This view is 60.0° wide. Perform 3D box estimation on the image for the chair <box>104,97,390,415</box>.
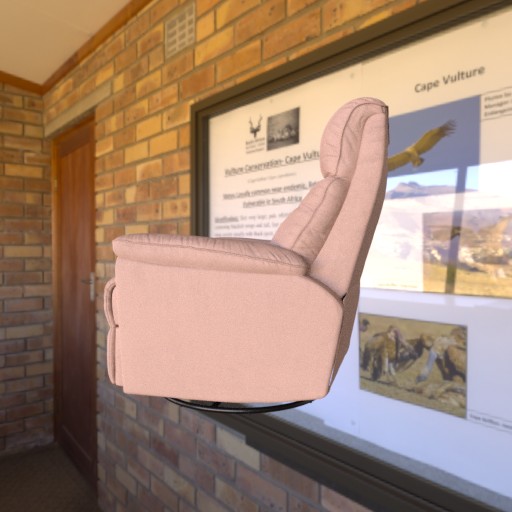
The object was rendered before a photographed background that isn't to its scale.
[{"bbox_3d":[0.000,0.000,1.751,1.004,1.037,0.820,0,1,17],"label":"chair"}]
